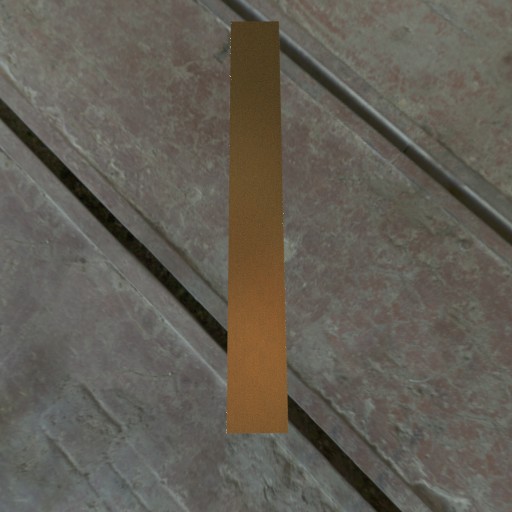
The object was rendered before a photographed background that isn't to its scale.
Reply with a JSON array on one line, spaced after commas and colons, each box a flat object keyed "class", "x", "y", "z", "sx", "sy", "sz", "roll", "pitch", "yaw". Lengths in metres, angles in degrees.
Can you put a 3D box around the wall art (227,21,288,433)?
[{"class": "wall art", "x": 0.000, "y": 0.000, "z": 0.459, "sx": 0.038, "sy": 0.304, "sz": 0.304, "roll": 0, "pitch": 76, "yaw": 0}]
